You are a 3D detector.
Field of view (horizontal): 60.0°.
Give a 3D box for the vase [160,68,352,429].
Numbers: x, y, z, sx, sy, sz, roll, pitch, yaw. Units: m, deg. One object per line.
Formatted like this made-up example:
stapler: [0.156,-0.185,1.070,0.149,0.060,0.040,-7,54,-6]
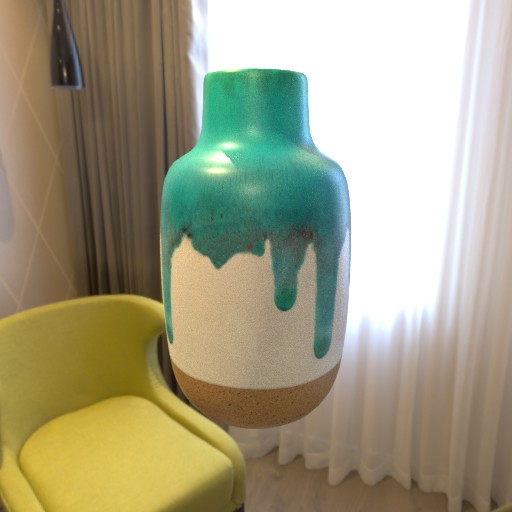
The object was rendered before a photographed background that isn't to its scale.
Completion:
vase: [0.000,0.000,0.251,0.106,0.192,0.106,0,15,0]
